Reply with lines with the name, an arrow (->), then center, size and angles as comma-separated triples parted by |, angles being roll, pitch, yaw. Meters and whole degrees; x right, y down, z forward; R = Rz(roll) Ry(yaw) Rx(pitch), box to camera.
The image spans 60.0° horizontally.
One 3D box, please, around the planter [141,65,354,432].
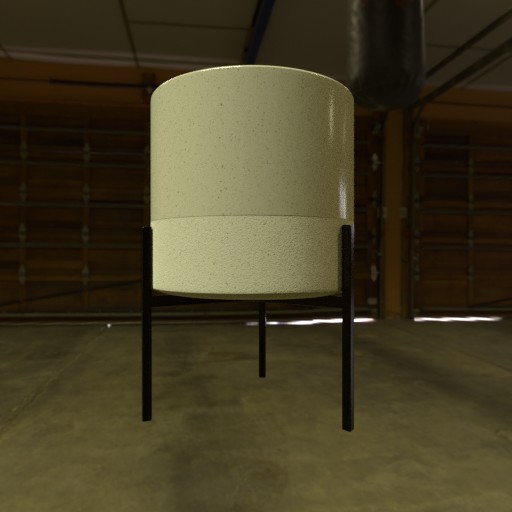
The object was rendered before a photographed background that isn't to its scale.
planter -> 0.000, 0.000, 0.339 | 0.159, 0.230, 0.152 | 0, 0, 37
